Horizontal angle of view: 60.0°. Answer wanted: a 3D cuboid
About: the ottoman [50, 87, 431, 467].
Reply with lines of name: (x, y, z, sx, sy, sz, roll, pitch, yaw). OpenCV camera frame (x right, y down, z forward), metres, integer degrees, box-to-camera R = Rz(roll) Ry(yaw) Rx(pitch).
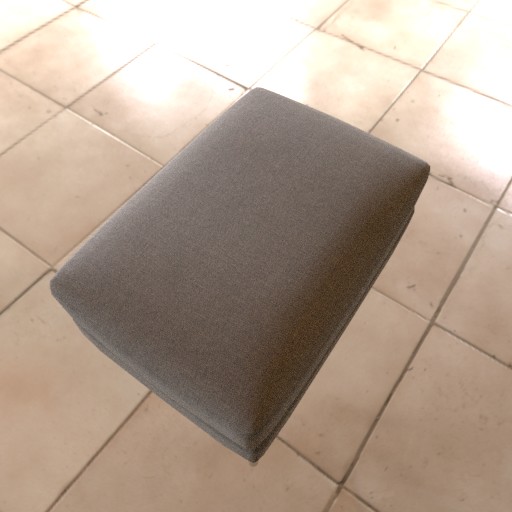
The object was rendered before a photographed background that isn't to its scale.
ottoman: (0.000, 0.000, 1.183, 0.584, 0.457, 0.838, 31, 63, 17)
